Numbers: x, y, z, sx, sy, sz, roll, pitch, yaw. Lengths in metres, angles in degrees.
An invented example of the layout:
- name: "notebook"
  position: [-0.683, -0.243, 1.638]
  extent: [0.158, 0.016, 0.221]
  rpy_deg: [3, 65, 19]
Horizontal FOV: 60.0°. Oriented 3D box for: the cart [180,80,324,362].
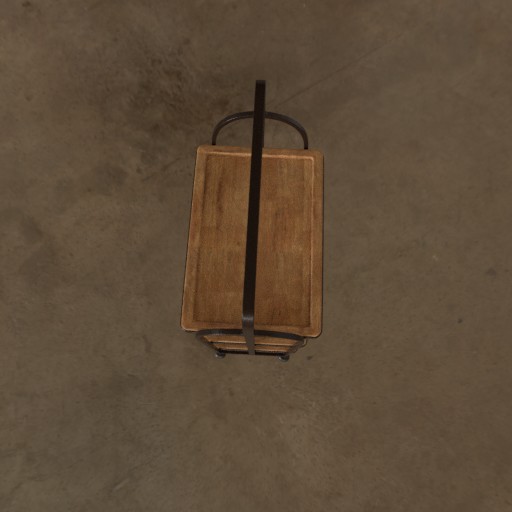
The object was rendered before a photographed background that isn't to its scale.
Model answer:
- name: "cart"
  position: [0.000, 0.000, 1.278]
  extent: [0.327, 1.001, 0.553]
  rpy_deg: [3, 75, 1]
